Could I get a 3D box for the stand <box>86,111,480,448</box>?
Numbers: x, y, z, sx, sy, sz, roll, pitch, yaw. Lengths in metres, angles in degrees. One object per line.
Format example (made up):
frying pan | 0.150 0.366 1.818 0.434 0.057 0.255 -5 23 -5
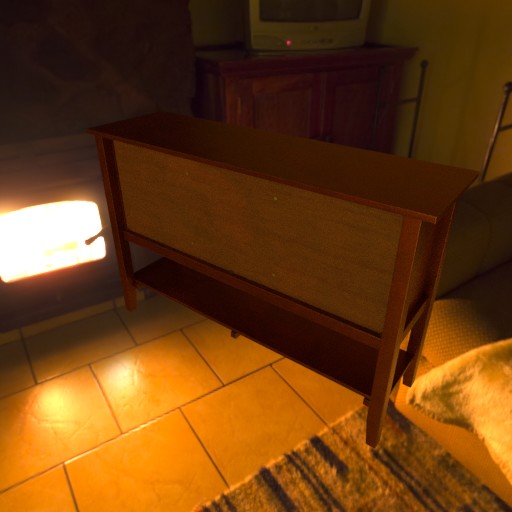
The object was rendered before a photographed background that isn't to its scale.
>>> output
stand | 0.000 0.000 1.746 1.362 0.872 0.410 21 36 31
